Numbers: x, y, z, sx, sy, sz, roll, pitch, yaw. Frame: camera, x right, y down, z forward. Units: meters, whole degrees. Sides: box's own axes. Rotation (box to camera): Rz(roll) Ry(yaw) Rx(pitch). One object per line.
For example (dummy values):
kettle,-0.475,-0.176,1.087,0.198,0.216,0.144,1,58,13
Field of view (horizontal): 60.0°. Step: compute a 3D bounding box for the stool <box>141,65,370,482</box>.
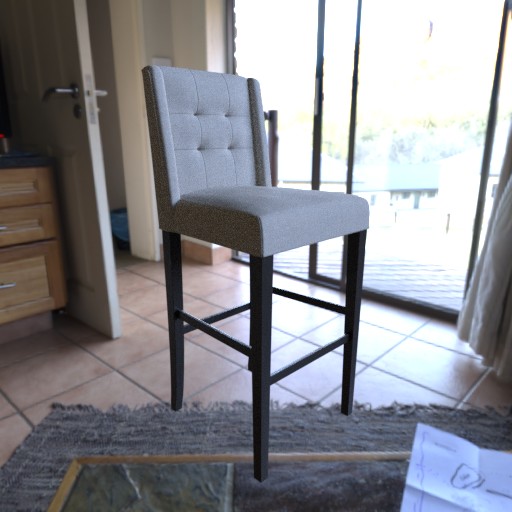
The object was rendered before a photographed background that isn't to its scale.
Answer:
stool,0.000,0.000,1.382,0.509,1.116,0.474,15,21,43
